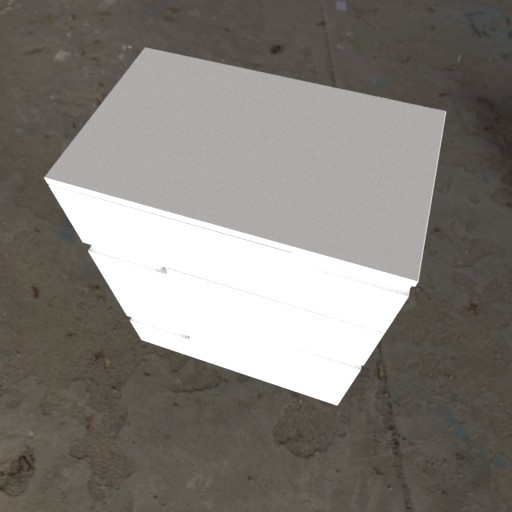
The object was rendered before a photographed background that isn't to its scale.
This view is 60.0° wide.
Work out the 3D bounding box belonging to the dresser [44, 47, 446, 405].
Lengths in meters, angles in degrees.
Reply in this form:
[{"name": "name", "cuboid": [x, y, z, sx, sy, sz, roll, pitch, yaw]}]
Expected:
[{"name": "dresser", "cuboid": [0.000, 0.000, 1.161, 0.650, 0.800, 0.400, 16, 60, 10]}]
